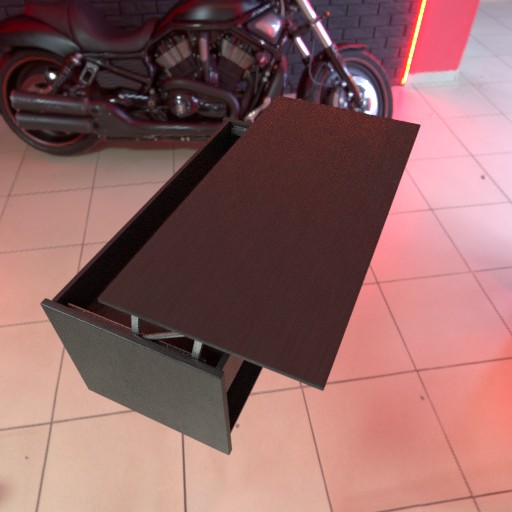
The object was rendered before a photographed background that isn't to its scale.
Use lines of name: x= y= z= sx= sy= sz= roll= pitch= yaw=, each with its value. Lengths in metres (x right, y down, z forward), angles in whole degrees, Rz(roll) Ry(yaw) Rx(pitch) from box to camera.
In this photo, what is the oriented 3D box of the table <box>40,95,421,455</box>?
table: x=0.000 y=0.000 z=1.409 sx=0.712 sy=0.570 sz=1.000 roll=18 pitch=49 yaw=16
